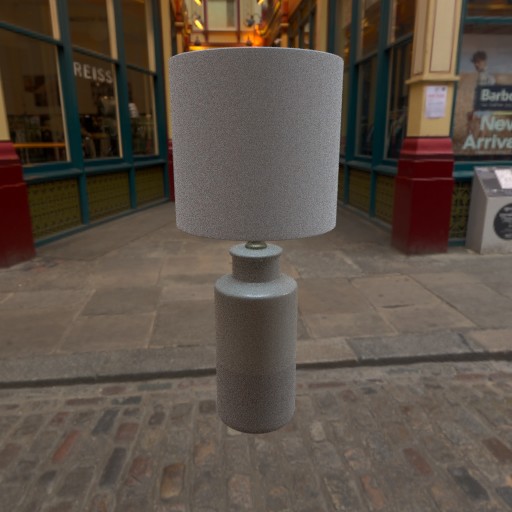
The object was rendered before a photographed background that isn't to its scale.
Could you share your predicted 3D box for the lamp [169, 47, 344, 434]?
[{"bbox_3d":[0.000,0.000,0.611,0.212,0.493,0.212,-2,16,-7],"label":"lamp"}]
